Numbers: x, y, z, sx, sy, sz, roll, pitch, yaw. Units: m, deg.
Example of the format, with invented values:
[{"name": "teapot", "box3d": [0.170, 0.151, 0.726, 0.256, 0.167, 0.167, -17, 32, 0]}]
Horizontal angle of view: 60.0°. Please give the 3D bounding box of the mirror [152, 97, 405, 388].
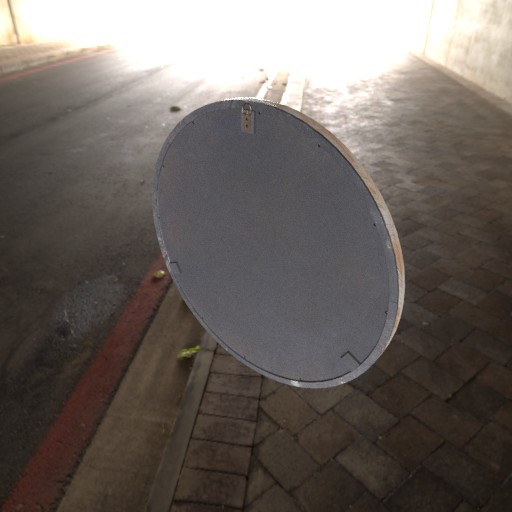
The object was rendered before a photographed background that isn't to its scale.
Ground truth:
[{"name": "mirror", "box3d": [0.000, 0.000, 1.052, 0.710, 0.710, 0.038, 22, 37, 33]}]
